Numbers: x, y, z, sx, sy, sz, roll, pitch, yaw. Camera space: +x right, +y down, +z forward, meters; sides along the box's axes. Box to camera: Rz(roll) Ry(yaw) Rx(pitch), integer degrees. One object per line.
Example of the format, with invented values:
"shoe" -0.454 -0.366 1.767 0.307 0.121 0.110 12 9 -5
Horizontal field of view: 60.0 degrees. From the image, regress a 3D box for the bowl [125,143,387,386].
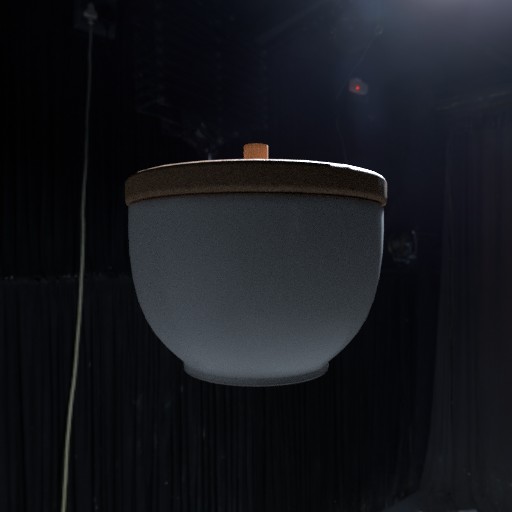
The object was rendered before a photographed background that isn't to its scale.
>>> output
"bowl" 0.000 0.000 0.223 0.126 0.110 0.126 0 1 0
